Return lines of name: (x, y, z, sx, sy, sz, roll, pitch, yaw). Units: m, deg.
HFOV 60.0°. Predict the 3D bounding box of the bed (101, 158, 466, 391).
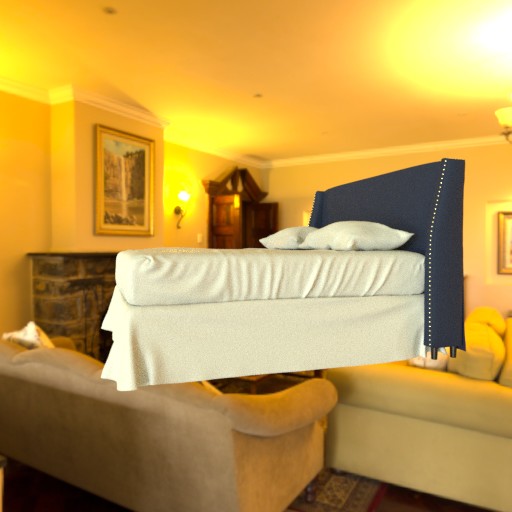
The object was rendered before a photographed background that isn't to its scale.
bed: (0.000, 0.000, 3.432, 2.276, 1.332, 1.925, 0, 1, -19)
